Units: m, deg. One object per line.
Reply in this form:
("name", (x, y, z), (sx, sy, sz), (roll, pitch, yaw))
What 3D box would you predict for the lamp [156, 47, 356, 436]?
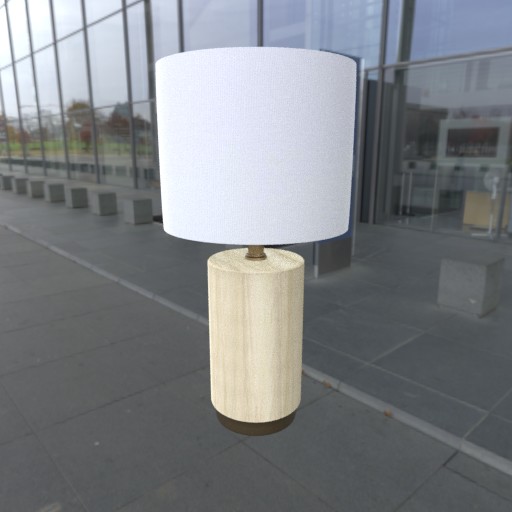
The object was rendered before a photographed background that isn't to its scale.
("lamp", (0.000, 0.000, 0.563), (0.228, 0.444, 0.228), (-7, 16, -26))
